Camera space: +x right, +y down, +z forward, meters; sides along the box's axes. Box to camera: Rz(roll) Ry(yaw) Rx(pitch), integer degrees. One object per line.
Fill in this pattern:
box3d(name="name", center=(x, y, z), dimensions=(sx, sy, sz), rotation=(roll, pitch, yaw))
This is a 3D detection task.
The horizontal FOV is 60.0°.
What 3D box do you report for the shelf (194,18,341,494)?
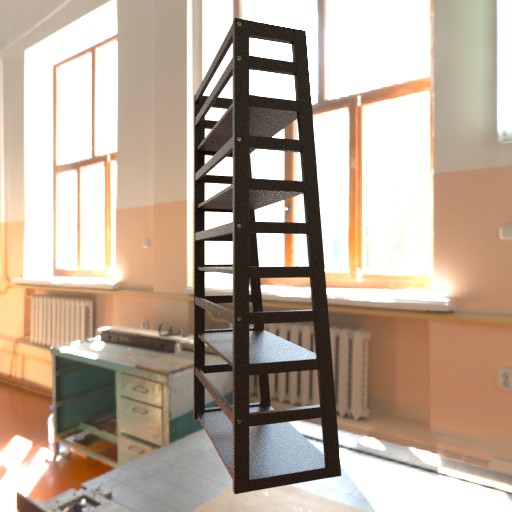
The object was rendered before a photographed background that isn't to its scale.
box3d(name="shelf", center=(0.000, 0.000, 1.910), dimensions=(0.403, 1.600, 0.763), rotation=(0, 0, -18))
